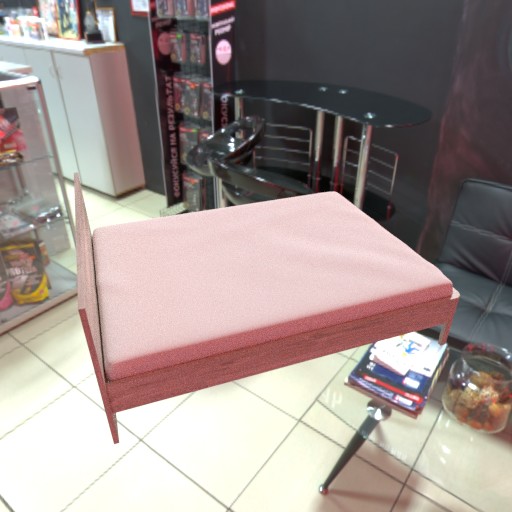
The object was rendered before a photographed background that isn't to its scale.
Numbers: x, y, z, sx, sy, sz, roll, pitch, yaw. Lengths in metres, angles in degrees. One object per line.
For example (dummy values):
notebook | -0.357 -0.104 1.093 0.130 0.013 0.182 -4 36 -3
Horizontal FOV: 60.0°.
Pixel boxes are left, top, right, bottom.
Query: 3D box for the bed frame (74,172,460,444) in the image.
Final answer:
bed frame | 0.000 0.000 2.743 1.950 0.800 1.490 -11 33 -17
